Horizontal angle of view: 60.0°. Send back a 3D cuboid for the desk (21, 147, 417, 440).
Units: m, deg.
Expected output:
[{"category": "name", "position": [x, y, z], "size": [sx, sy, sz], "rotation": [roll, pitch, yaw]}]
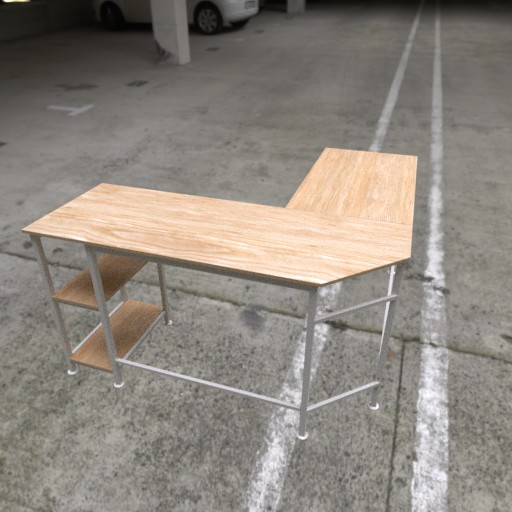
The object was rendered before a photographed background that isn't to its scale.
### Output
[{"category": "desk", "position": [0.000, 0.000, 2.210], "size": [1.379, 0.739, 1.379], "rotation": [10, 32, 16]}]
